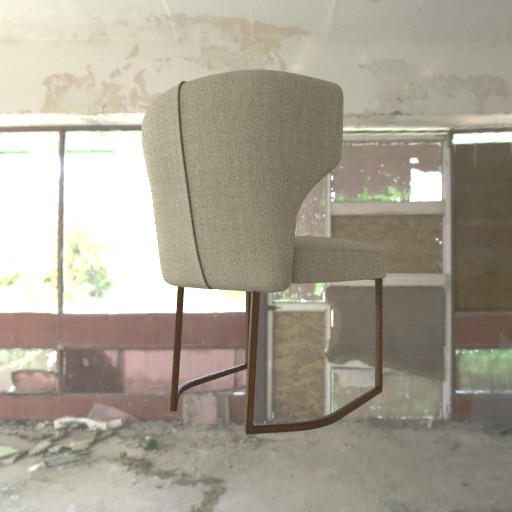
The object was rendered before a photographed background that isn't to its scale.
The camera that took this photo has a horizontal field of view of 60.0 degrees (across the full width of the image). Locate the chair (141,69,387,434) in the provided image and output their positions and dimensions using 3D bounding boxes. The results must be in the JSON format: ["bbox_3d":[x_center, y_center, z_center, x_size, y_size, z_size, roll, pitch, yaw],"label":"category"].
[{"bbox_3d":[0.000,0.000,1.261,0.611,0.824,0.617,0,0,37],"label":"chair"}]
